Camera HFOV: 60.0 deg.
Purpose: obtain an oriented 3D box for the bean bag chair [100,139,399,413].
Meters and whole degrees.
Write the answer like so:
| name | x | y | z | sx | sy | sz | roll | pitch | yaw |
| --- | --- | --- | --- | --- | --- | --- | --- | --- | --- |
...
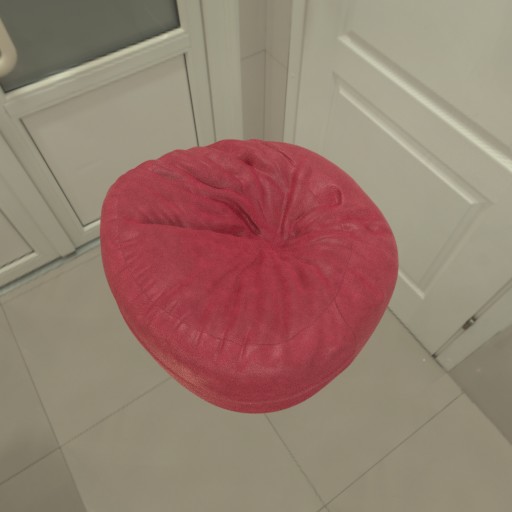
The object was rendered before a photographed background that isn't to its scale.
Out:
| name | x | y | z | sx | sy | sz | roll | pitch | yaw |
| --- | --- | --- | --- | --- | --- | --- | --- | --- | --- |
| bean bag chair | 0.000 | 0.000 | 2.437 | 1.524 | 0.878 | 1.524 | -30 | 63 | -17 |
